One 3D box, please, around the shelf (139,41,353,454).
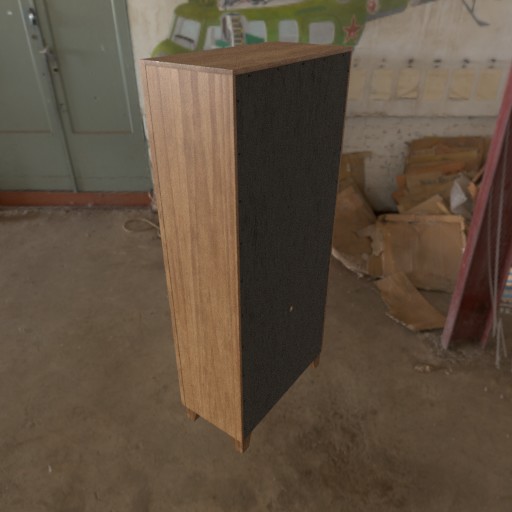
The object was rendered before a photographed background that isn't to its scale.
[{"bbox_3d":[0.000,0.000,2.298,0.453,1.930,0.864,21,36,31],"label":"shelf"}]
